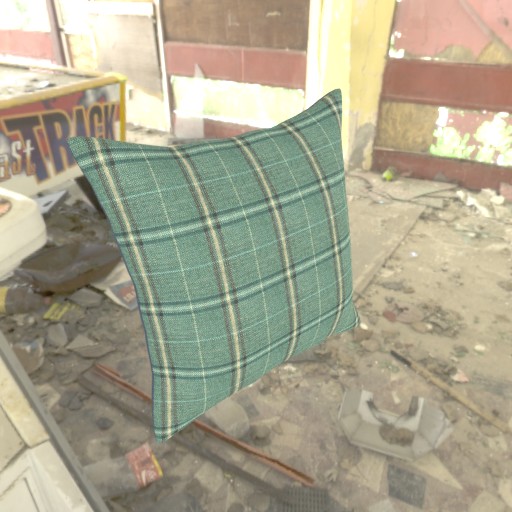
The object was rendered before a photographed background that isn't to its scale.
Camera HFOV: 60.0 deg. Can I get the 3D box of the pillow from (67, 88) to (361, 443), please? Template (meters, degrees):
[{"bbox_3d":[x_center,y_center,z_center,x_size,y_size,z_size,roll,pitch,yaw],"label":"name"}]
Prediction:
[{"bbox_3d":[0.000,0.000,0.690,0.453,0.430,0.200,-22,38,-32],"label":"pillow"}]
